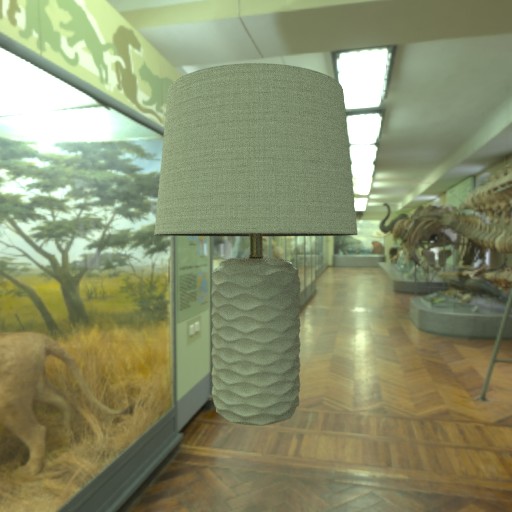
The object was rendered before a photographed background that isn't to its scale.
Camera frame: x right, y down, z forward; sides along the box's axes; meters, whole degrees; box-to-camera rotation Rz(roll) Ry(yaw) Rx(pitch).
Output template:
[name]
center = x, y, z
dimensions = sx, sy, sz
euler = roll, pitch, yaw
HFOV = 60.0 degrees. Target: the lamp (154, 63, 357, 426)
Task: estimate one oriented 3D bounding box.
[lamp]
center = 0.000, 0.000, 0.842
dimensions = 0.376, 0.594, 0.376
euler = 0, 2, 0
